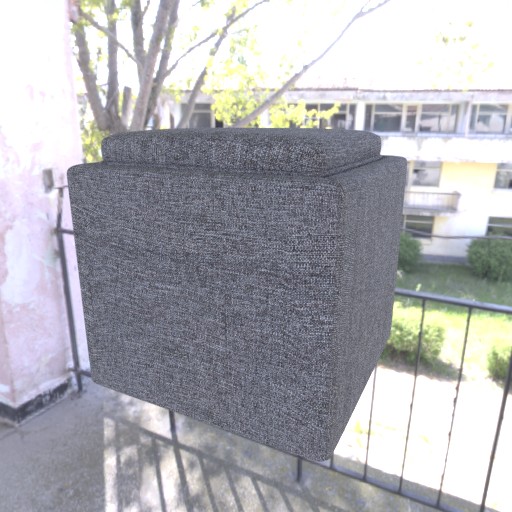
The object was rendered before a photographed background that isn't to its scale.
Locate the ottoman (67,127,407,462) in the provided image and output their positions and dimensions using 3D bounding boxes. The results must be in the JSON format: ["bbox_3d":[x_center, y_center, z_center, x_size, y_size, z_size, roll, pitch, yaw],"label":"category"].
[{"bbox_3d":[0.000,0.000,0.829,0.450,0.460,0.450,8,19,26],"label":"ottoman"}]
